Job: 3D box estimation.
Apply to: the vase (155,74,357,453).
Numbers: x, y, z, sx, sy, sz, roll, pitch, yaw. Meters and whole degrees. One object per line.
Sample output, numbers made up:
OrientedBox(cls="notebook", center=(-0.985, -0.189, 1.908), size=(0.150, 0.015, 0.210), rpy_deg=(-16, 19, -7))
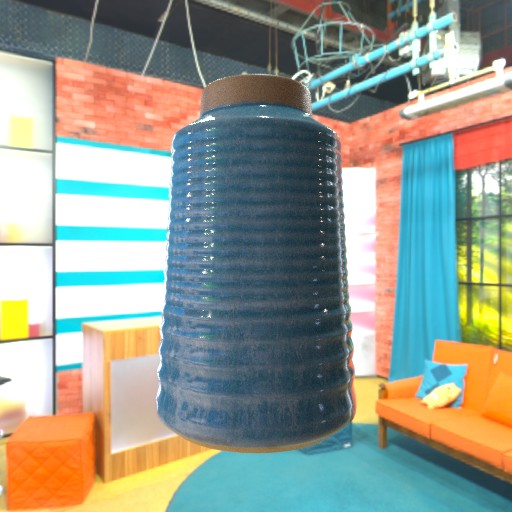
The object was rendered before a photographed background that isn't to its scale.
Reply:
OrientedBox(cls="vase", center=(0.000, 0.000, 0.368), size=(0.163, 0.267, 0.163), rpy_deg=(0, 0, 0))
